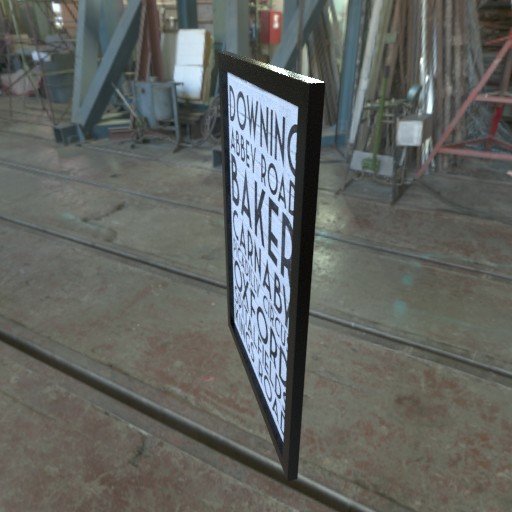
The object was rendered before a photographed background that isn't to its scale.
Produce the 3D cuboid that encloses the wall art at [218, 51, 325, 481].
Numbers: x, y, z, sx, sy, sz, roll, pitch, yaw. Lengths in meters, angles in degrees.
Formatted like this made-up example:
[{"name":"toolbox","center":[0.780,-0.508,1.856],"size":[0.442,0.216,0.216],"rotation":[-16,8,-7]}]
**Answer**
[{"name":"wall art","center":[0.000,0.000,0.816],"size":[0.019,0.656,0.462],"rotation":[-8,30,-14]}]
